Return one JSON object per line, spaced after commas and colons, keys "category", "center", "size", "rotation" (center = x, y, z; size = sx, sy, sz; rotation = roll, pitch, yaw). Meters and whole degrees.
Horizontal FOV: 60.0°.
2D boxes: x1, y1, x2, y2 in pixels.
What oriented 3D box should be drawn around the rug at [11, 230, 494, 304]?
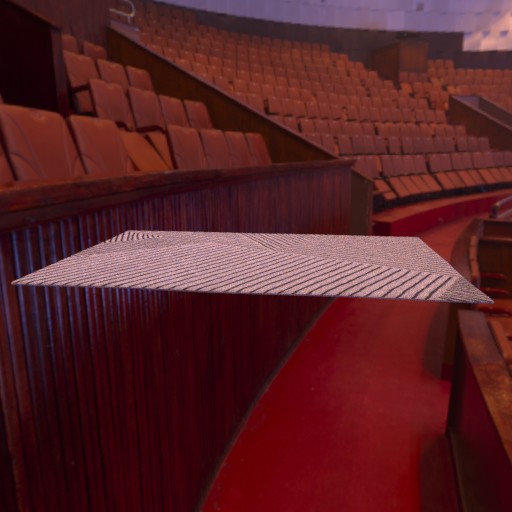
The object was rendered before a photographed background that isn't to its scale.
{"category": "rug", "center": [0.000, 0.000, 2.916], "size": [2.406, 0.023, 1.539], "rotation": [2, 14, 7]}
